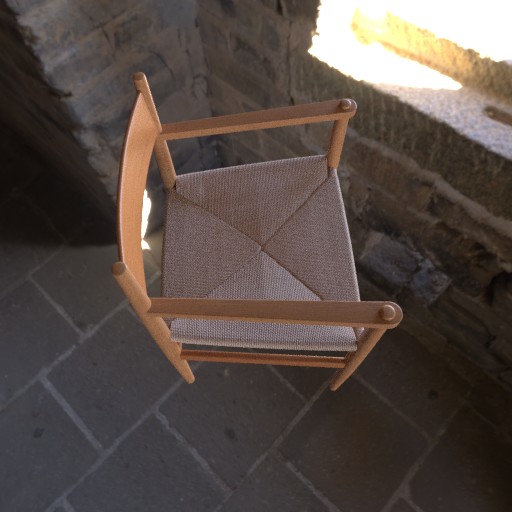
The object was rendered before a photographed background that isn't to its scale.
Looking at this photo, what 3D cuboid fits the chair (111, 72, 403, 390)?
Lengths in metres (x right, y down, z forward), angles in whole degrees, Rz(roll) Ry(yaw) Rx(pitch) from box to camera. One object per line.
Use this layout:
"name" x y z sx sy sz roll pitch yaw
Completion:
"chair" 0.000 0.000 1.115 0.495 0.762 0.556 -3 62 -1
